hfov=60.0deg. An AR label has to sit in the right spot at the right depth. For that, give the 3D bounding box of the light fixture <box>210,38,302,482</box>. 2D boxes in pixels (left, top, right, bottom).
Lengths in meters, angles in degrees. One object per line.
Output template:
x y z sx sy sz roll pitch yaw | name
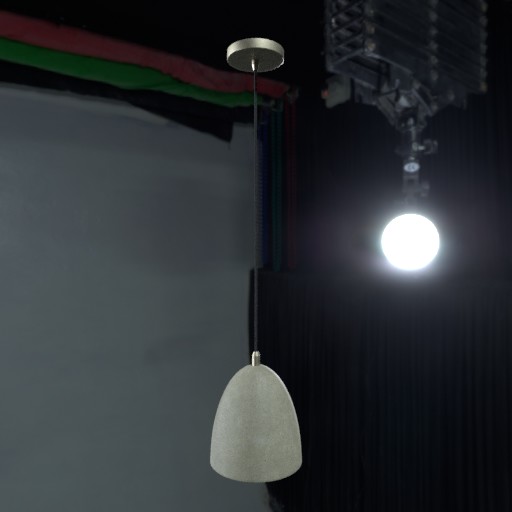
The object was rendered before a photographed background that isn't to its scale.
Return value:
0.000 0.000 0.826 0.170 0.759 0.170 0 0 -37 | light fixture
